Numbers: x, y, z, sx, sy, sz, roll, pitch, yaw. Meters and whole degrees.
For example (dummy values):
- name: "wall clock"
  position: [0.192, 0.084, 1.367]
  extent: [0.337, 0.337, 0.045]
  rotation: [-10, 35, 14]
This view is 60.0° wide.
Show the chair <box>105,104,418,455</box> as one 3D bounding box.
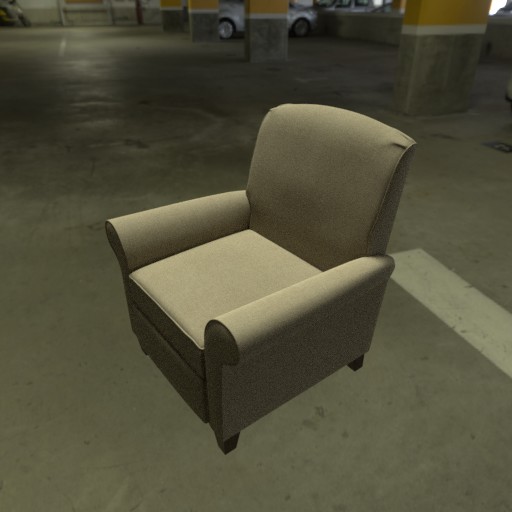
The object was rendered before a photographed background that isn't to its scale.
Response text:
- name: "chair"
  position: [0.000, 0.000, 1.802]
  extent: [0.905, 1.061, 0.978]
  rotation: [-21, 36, -32]
